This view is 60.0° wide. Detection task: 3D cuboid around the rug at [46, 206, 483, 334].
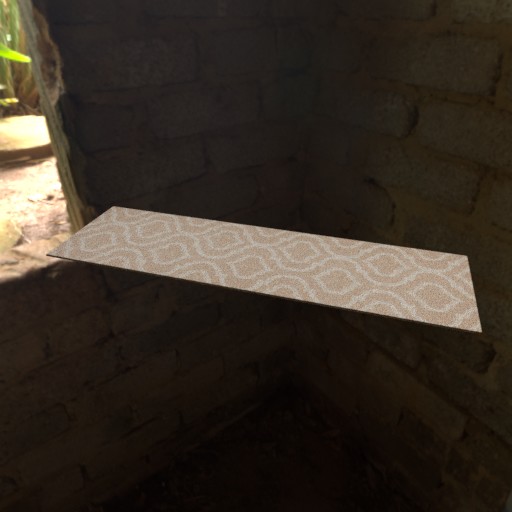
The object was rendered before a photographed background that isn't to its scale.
[{"bbox_3d":[0.000,0.000,2.511,2.289,0.013,0.691,9,32,15],"label":"rug"}]
